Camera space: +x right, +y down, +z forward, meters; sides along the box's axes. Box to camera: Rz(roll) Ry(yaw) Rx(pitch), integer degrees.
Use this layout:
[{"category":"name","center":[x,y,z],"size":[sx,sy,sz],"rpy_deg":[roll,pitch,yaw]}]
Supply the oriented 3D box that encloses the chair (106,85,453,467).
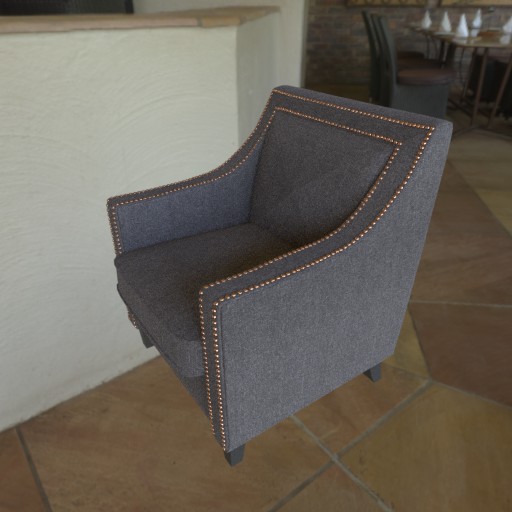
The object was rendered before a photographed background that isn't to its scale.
[{"category":"chair","center":[0.000,0.000,1.553],"size":[0.884,0.967,0.776],"rpy_deg":[-19,35,-30]}]
